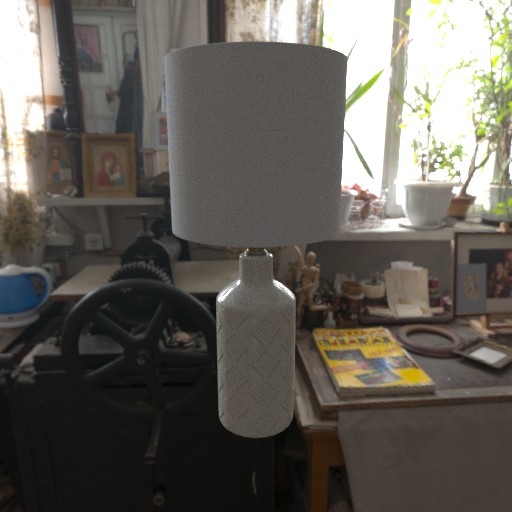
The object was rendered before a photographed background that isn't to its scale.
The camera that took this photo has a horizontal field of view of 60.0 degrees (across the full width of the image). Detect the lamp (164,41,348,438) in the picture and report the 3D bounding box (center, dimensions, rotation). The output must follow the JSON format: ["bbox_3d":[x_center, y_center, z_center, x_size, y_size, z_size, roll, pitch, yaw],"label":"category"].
[{"bbox_3d":[0.000,0.000,0.565,0.207,0.461,0.207,-14,20,-43],"label":"lamp"}]
